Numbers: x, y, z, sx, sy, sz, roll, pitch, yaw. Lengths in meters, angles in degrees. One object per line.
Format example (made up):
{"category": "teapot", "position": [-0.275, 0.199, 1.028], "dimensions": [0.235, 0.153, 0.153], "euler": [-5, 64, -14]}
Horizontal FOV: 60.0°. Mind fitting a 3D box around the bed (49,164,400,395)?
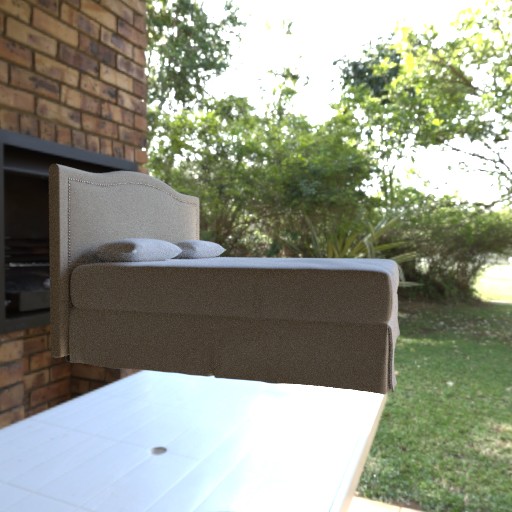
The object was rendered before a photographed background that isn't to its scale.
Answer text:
{"category": "bed", "position": [0.000, 0.000, 3.545], "dimensions": [2.182, 1.421, 2.083], "euler": [0, 1, 19]}
